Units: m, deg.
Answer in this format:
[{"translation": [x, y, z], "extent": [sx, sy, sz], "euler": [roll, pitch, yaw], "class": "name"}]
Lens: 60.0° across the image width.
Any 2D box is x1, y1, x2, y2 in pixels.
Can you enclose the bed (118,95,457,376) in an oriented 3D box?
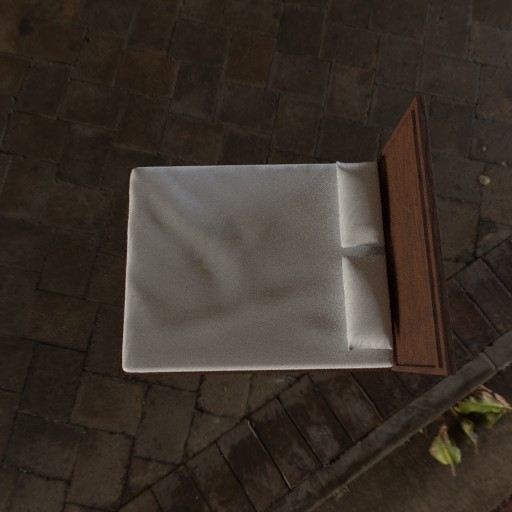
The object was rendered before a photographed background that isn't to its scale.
[{"translation": [0.000, 0.000, 3.402], "extent": [2.218, 1.487, 1.765], "euler": [-1, 77, 0], "class": "bed"}]
